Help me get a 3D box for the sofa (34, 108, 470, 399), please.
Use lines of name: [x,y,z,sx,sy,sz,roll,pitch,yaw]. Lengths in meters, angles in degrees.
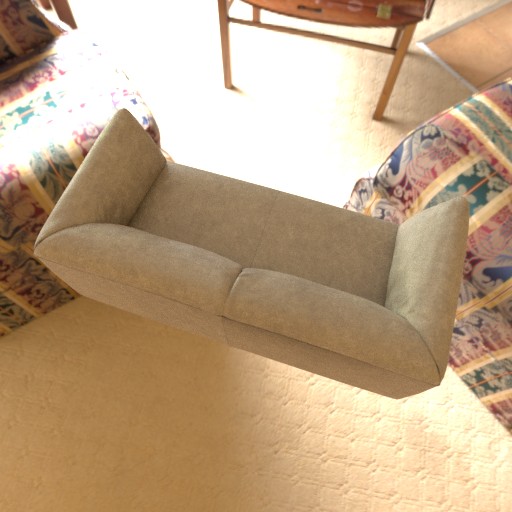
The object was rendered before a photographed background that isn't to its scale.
sofa: [0.000,0.000,2.321,1.878,0.747,0.905,17,65,8]
